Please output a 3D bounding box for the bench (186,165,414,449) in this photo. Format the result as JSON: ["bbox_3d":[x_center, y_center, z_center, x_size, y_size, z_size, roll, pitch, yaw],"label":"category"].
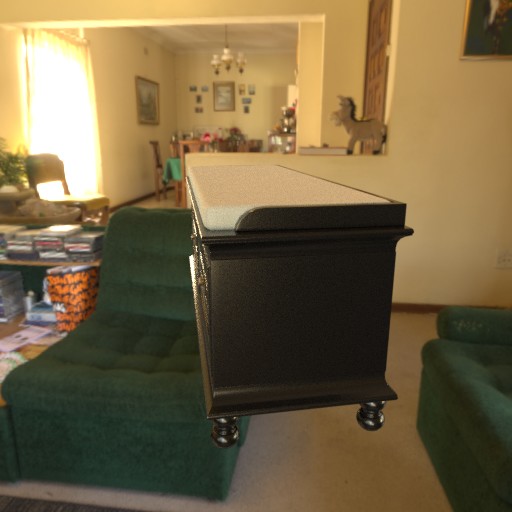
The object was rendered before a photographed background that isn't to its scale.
[{"bbox_3d":[0.000,0.000,1.422,0.402,0.501,1.185,-3,16,-10],"label":"bench"}]
